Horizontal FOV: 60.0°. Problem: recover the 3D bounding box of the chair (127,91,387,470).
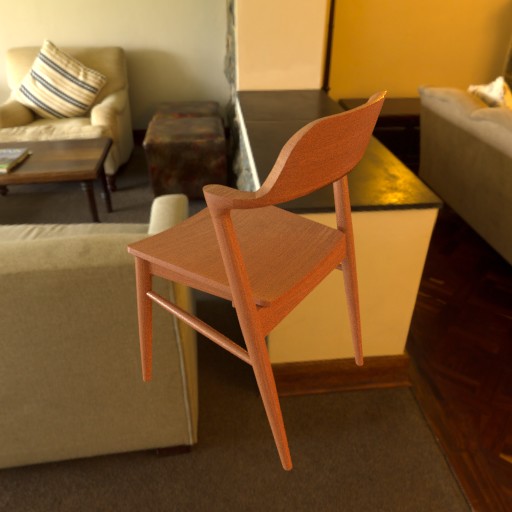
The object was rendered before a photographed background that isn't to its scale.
[{"bbox_3d":[0.000,0.000,1.107,0.499,0.801,0.496,20,37,29],"label":"chair"}]
